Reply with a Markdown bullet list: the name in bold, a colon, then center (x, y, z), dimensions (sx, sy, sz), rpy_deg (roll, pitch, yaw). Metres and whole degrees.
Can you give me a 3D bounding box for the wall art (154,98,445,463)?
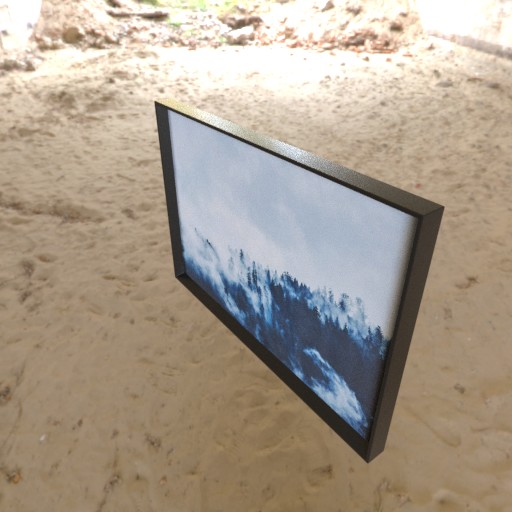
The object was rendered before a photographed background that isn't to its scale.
- **wall art**: center (0.000, 0.000, 1.185), dimensions (0.058, 0.640, 0.939), rpy_deg (-22, 38, -30)
